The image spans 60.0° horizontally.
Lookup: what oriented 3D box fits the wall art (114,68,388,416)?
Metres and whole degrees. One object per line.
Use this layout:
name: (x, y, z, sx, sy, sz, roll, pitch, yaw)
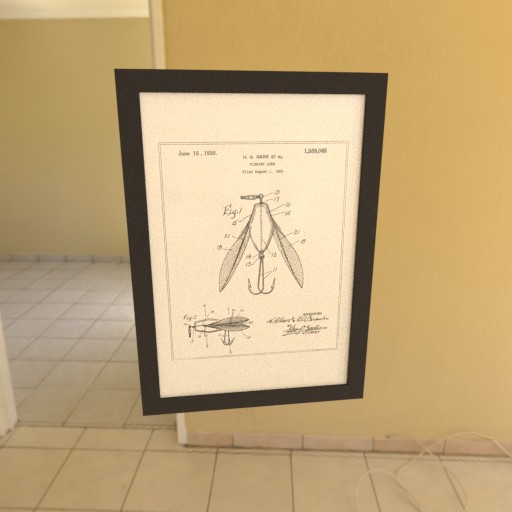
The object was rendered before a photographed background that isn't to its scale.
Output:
wall art: (0.000, 0.000, 0.690, 0.380, 0.534, 0.013, -2, 16, -7)
